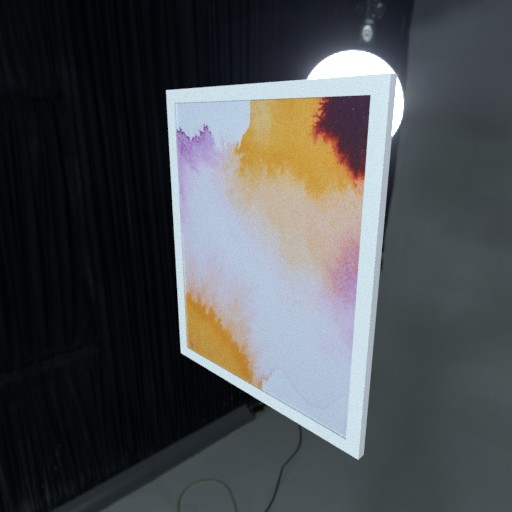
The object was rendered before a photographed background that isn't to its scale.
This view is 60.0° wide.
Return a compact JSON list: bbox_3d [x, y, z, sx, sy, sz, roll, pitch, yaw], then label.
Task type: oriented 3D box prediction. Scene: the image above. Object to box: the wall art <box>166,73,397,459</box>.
[{"bbox_3d":[0.000,0.000,0.629,0.013,0.456,0.382,-16,24,-42],"label":"wall art"}]
